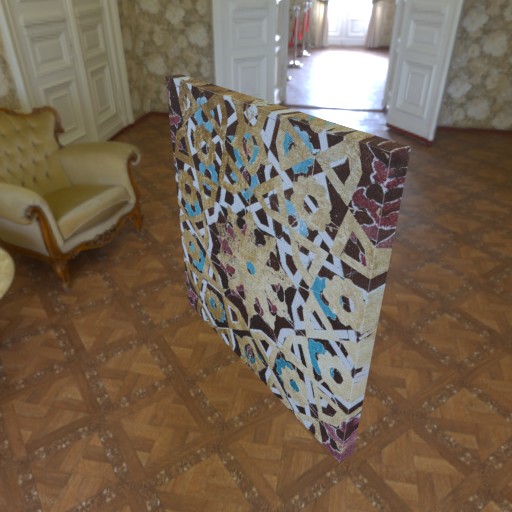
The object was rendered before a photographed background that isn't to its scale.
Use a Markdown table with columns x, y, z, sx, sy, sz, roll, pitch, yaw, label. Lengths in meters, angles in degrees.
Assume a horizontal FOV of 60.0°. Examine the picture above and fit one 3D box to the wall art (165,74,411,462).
| x | y | z | sx | sy | sz | roll | pitch | yaw | label |
| --- | --- | --- | --- | --- | --- | --- | --- | --- | --- |
| 0.000 | 0.000 | 0.910 | 0.041 | 0.613 | 0.609 | -21 | 37 | -30 | wall art |
